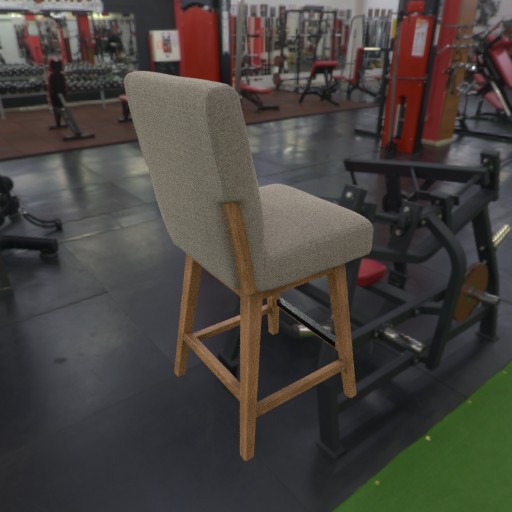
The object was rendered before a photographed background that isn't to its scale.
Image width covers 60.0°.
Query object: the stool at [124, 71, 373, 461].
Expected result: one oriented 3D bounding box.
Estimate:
[{"bbox_3d":[0.000,0.000,1.307,0.526,1.010,0.459,-18,32,-31],"label":"stool"}]
